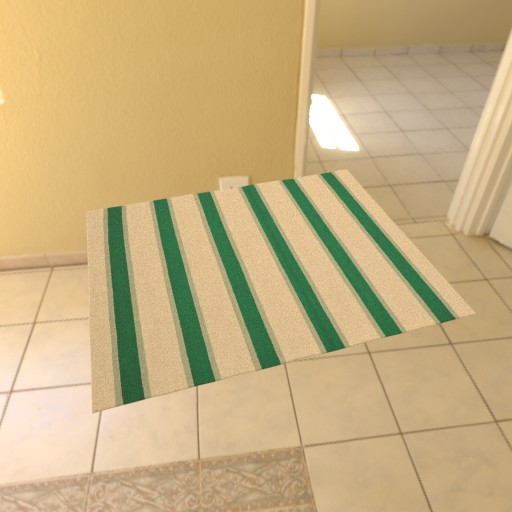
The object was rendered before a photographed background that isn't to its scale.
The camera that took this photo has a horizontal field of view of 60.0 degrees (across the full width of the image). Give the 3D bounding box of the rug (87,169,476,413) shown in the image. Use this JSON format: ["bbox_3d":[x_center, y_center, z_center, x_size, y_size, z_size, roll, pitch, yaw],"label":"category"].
[{"bbox_3d":[0.000,0.000,4.176,3.041,0.019,2.434,-11,42,-13],"label":"rug"}]
